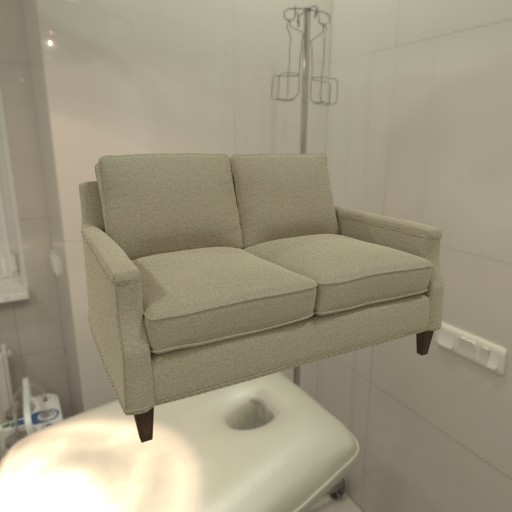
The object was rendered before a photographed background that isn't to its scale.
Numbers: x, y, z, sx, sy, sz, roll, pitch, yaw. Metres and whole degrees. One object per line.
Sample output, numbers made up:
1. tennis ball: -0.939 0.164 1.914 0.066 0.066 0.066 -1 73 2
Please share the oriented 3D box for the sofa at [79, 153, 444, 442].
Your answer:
1. sofa: 0.000 0.000 2.248 1.597 1.003 1.084 -8 17 -27
